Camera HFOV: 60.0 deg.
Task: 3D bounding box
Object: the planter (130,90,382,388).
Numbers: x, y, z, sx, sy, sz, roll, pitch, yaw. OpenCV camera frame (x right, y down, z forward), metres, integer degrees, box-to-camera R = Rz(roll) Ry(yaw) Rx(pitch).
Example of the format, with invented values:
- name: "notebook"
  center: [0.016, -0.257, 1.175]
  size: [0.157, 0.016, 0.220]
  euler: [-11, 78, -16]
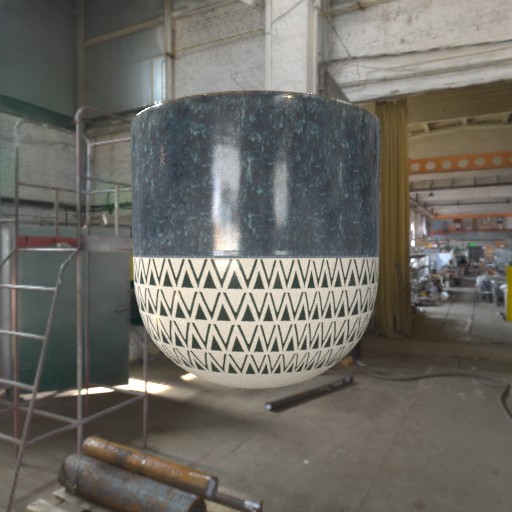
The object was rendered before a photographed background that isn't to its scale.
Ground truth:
- name: "planter"
  center: [0.000, 0.000, 0.489]
  size: [0.266, 0.270, 0.266]
  euler: [0, 1, 0]
